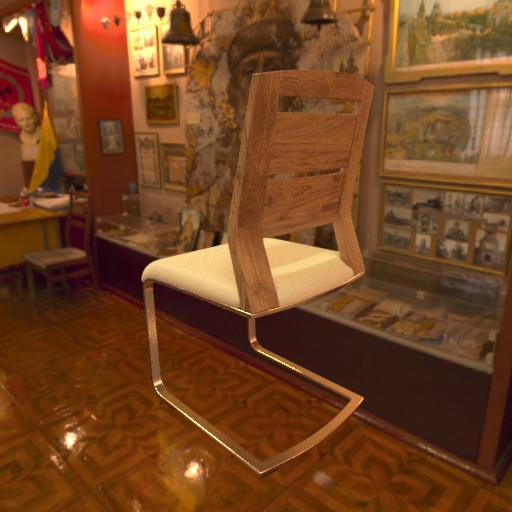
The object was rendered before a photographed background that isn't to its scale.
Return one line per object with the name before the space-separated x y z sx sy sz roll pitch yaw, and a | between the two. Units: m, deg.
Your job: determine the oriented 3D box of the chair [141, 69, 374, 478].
chair | 0.000 0.000 1.282 0.457 0.955 0.561 -15 22 -42
